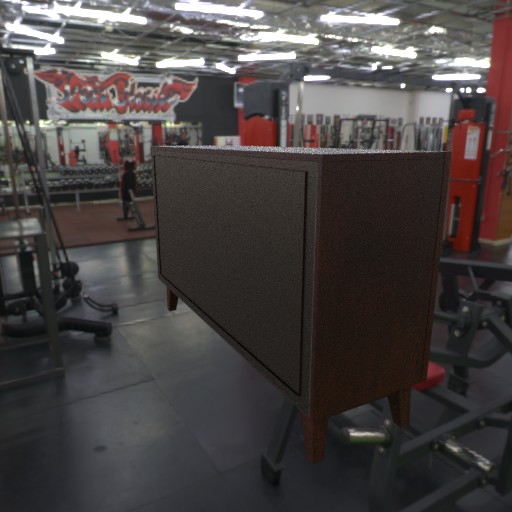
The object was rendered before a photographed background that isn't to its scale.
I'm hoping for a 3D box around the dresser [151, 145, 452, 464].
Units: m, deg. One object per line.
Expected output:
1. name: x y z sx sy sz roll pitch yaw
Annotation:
1. dresser: 0.000 0.000 2.052 0.499 0.971 1.609 -8 17 -27
